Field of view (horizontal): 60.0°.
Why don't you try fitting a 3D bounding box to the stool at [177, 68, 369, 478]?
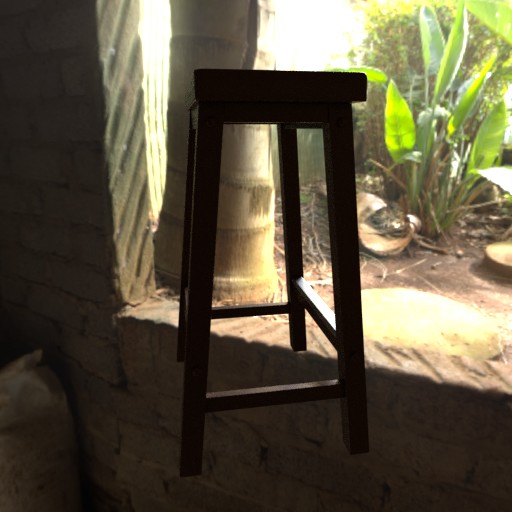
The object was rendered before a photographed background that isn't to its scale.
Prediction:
[{"bbox_3d":[0.000,0.000,0.843,0.322,0.610,0.406,-3,16,-10],"label":"stool"}]
